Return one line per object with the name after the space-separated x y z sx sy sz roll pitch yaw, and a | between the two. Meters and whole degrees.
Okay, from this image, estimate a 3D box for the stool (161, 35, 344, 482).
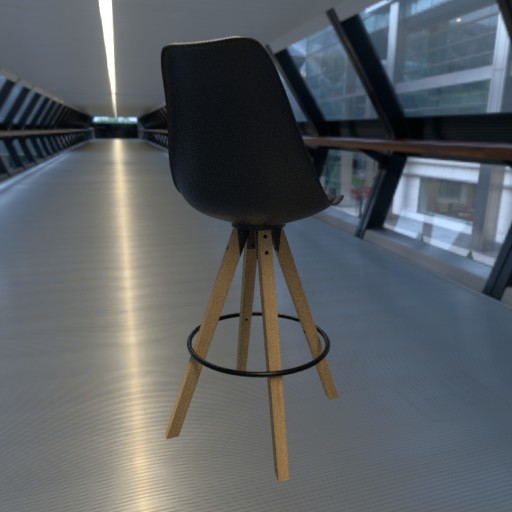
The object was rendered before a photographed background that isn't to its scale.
0.000 0.000 1.346 0.485 1.115 0.550 8 17 27 | stool
